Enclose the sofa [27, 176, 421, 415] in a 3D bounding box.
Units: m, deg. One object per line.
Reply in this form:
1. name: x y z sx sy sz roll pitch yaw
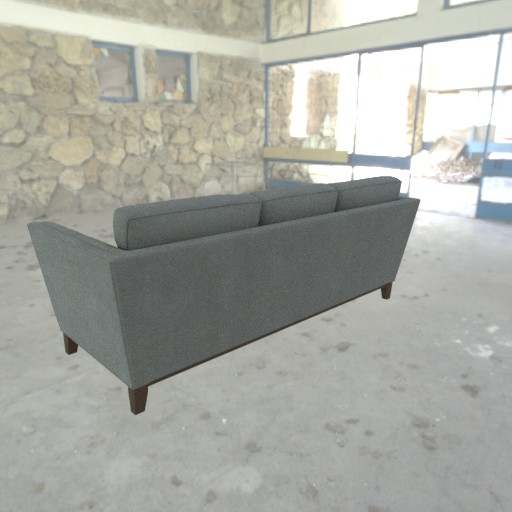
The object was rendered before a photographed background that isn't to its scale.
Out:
1. sofa: 0.000 0.000 2.842 2.387 0.940 0.965 -14 21 -41
